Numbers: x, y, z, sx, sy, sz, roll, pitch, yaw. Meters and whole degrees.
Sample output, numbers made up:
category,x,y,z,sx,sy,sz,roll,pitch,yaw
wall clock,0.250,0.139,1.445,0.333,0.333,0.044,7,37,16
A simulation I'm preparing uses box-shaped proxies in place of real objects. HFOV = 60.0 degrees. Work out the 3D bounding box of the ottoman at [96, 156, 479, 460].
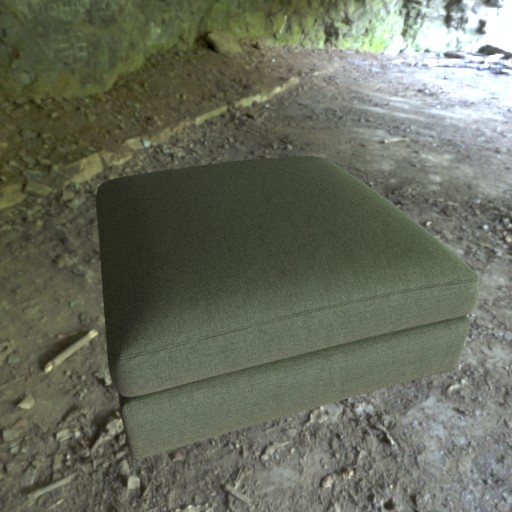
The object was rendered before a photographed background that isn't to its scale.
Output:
category,x,y,z,sx,sy,sz,roll,pitch,yaw
ottoman,0.000,0.000,1.575,1.041,0.470,1.041,-10,34,-16
